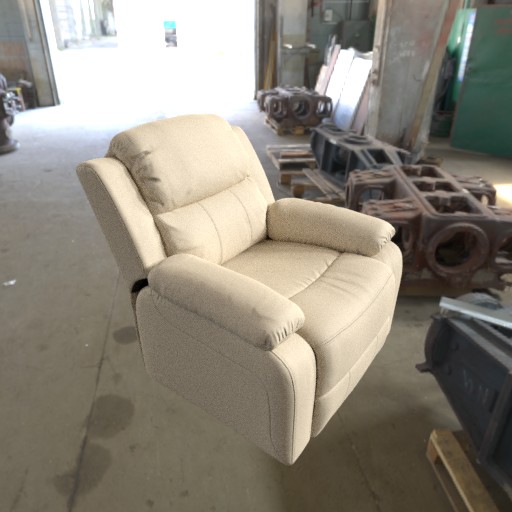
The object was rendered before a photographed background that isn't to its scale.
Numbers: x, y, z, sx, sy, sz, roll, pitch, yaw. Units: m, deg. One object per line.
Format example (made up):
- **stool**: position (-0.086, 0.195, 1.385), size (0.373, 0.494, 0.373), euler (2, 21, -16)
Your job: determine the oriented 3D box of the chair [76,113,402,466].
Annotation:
- **chair**: position (0.000, 0.000, 1.254), size (0.709, 0.702, 0.680), euler (18, 33, 31)
